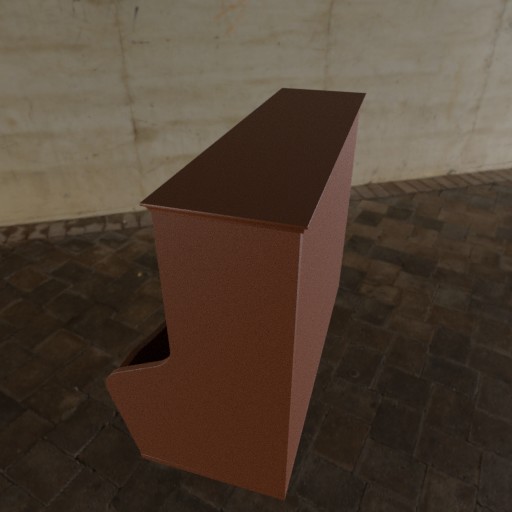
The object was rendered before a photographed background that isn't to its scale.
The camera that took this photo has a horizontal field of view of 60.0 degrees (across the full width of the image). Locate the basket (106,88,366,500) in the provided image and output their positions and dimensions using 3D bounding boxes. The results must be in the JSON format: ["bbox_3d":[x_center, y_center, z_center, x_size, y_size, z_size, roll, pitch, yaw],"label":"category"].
[{"bbox_3d":[0.000,0.000,1.077,0.376,0.625,0.792,9,33,14],"label":"basket"}]
